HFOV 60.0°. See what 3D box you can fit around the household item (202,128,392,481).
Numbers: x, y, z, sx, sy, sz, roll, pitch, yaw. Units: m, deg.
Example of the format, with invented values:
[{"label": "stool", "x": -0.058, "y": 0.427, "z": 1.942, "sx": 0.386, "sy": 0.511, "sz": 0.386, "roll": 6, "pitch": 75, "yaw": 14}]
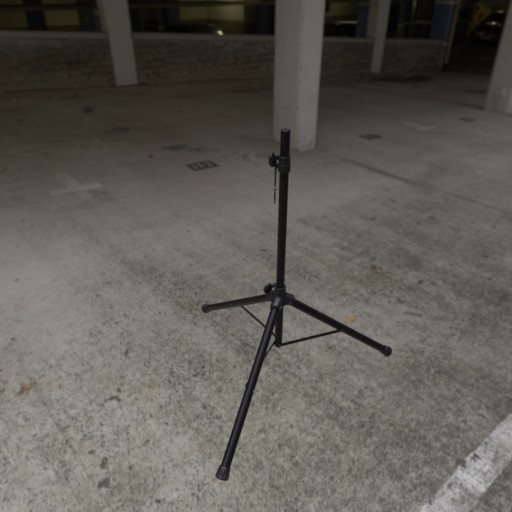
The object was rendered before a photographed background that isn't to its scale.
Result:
[{"label": "household item", "x": 0.000, "y": 0.000, "z": 1.883, "sx": 1.045, "sy": 1.136, "sz": 0.907, "roll": -23, "pitch": 38, "yaw": -32}]
